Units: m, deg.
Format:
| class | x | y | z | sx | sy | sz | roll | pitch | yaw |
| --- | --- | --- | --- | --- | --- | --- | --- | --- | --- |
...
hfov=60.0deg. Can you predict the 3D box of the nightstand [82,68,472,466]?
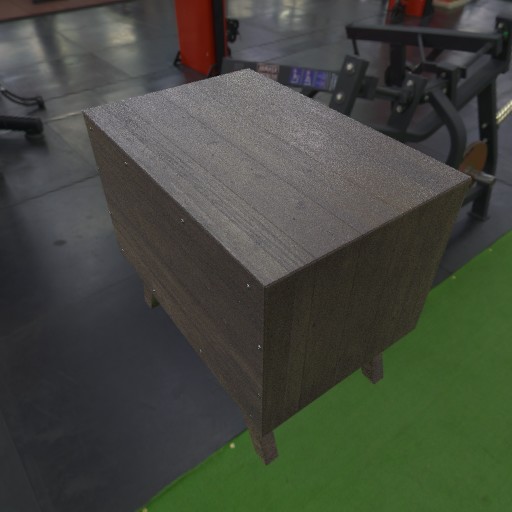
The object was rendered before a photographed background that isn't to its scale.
| class | x | y | z | sx | sy | sz | roll | pitch | yaw |
| --- | --- | --- | --- | --- | --- | --- | --- | --- | --- |
| nightstand | 0.000 | 0.000 | 1.047 | 0.450 | 0.599 | 0.650 | -26 | 48 | -26 |
